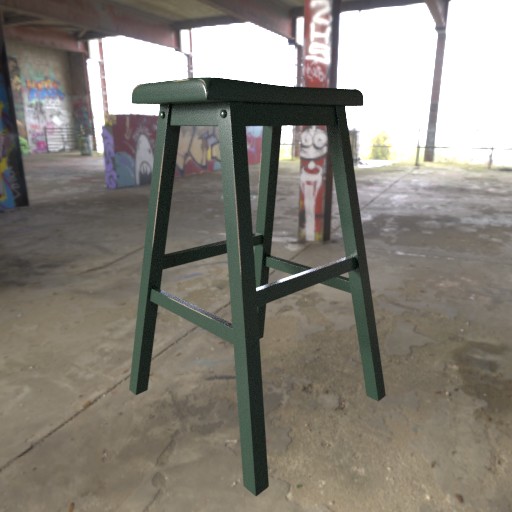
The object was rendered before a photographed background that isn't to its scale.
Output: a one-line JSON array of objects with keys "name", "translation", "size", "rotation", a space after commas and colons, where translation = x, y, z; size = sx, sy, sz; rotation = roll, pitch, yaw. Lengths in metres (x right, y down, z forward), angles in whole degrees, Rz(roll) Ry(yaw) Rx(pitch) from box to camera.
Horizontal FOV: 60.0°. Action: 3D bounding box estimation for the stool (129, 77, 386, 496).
[{"name": "stool", "translation": [0.000, 0.000, 1.032], "size": [0.457, 0.737, 0.476], "rotation": [-16, 23, -42]}]
